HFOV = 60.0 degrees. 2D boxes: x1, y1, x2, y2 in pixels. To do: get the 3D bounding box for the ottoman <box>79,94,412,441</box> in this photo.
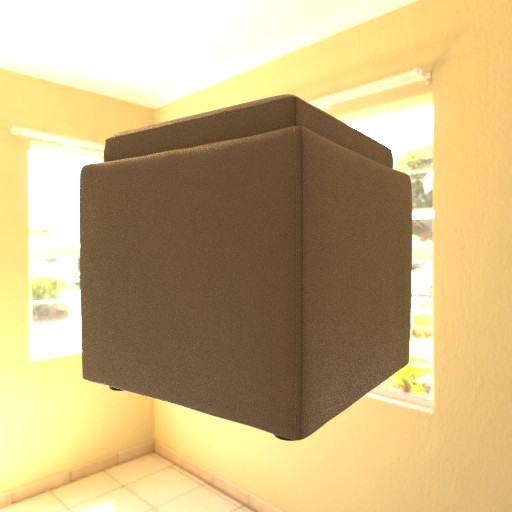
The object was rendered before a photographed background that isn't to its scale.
[{"bbox_3d":[0.000,0.000,0.813,0.451,0.460,0.450,1,1,35],"label":"ottoman"}]
